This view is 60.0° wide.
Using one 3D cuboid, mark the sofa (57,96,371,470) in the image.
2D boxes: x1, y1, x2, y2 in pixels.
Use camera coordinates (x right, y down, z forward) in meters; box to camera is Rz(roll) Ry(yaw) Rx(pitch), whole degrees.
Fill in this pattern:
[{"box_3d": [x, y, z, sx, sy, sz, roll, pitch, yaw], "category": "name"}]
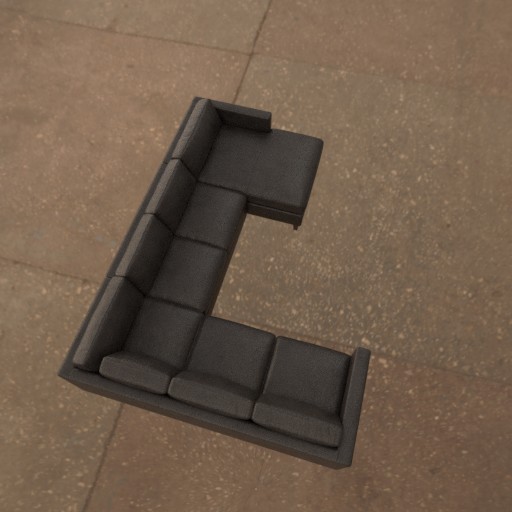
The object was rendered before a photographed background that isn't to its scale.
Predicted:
[{"box_3d": [0.000, 0.000, 4.465, 2.452, 0.891, 3.324, 14, 63, 7], "category": "sofa"}]
